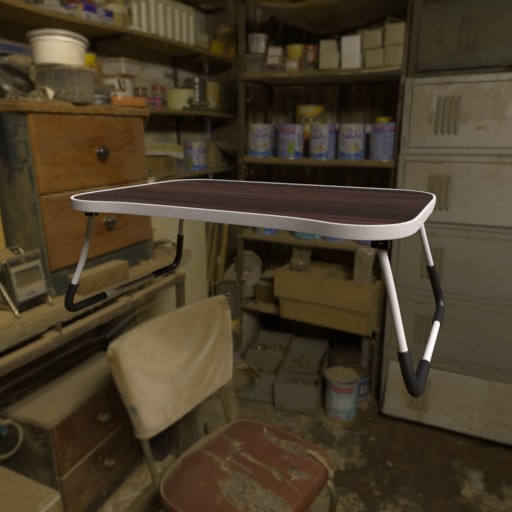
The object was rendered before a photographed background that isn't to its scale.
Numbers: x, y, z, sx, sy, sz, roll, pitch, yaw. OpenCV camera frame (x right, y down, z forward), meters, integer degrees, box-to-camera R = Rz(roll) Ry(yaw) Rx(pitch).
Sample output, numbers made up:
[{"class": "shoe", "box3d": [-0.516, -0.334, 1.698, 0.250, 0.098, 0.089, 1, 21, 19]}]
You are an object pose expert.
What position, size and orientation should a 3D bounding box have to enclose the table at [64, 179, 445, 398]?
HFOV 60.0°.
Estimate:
[{"class": "table", "box3d": [0.000, 0.000, 0.839, 0.660, 0.232, 0.400, 8, 17, 26]}]
